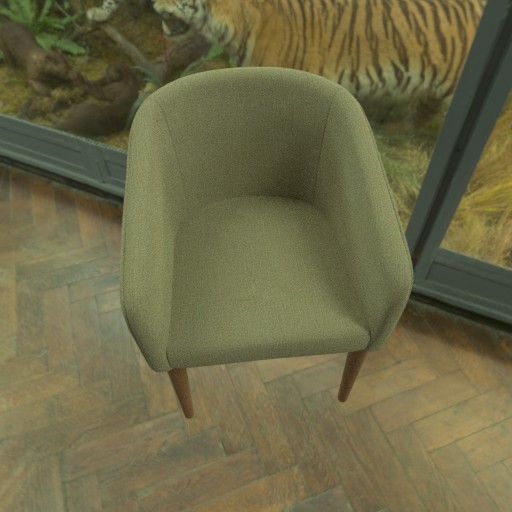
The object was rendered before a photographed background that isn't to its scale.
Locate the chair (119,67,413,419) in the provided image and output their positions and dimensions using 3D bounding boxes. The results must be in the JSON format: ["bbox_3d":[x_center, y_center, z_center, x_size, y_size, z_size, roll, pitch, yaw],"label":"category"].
[{"bbox_3d":[0.000,0.000,1.205,0.584,0.775,0.616,-5,48,-4],"label":"chair"}]
